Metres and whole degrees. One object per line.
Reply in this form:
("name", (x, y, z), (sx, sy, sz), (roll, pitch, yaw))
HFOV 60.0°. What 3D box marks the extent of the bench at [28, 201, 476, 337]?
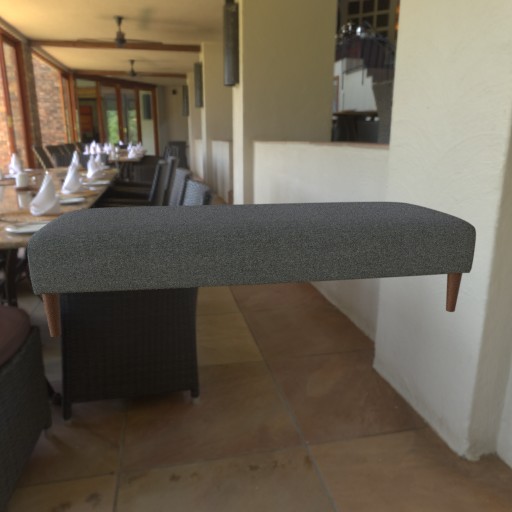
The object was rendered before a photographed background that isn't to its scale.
("bench", (0.000, 0.000, 1.861), (1.598, 0.384, 0.631), (-2, 15, -9))
